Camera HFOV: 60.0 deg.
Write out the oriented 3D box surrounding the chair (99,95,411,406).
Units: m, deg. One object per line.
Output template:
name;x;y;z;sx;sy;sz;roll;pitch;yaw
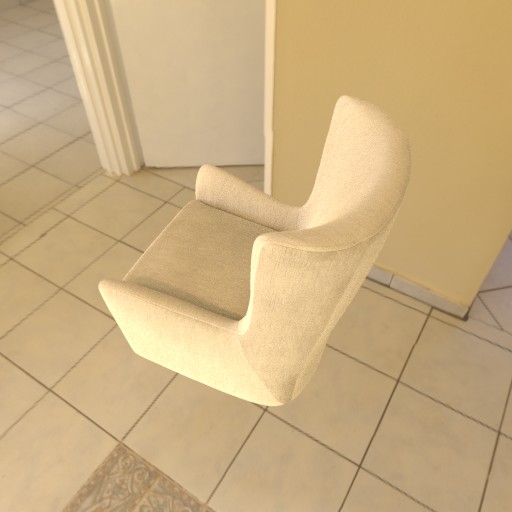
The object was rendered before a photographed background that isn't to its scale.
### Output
chair;0.000;0.000;1.669;0.904;1.000;0.779;17;48;16
